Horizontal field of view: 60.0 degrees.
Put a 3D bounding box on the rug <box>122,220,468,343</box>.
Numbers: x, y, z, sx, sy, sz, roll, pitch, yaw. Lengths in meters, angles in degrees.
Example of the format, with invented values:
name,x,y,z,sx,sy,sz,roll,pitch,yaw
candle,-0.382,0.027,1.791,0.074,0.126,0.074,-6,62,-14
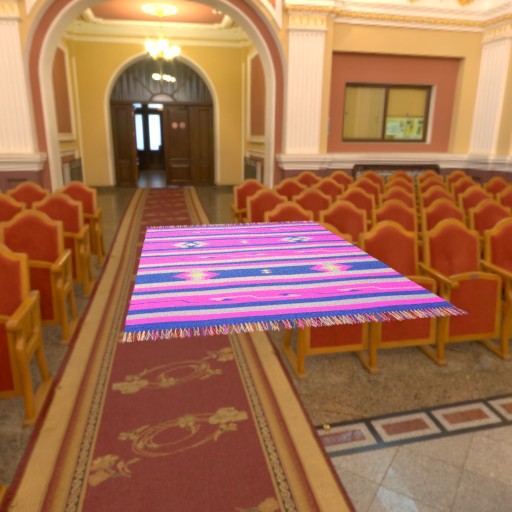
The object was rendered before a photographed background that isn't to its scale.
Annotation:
name,x,y,z,sx,sy,sz,roll,pitch,yaw
rug,0.000,0.000,2.985,1.539,0.013,2.350,-3,16,-10
